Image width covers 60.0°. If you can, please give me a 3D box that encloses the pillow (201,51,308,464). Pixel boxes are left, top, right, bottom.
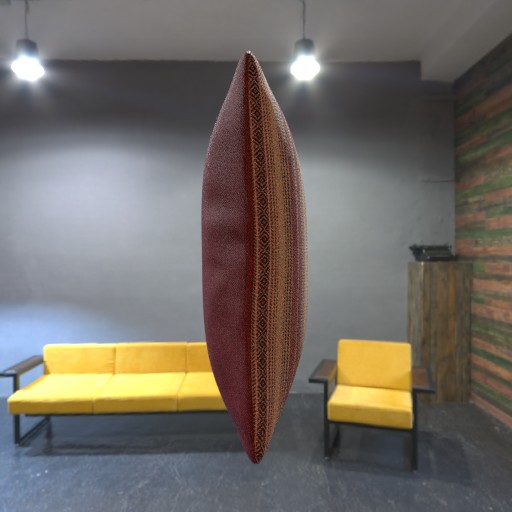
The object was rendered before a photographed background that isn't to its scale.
[{"bbox_3d":[0.000,0.000,0.780,0.166,0.497,0.513,0,0,1],"label":"pillow"}]
